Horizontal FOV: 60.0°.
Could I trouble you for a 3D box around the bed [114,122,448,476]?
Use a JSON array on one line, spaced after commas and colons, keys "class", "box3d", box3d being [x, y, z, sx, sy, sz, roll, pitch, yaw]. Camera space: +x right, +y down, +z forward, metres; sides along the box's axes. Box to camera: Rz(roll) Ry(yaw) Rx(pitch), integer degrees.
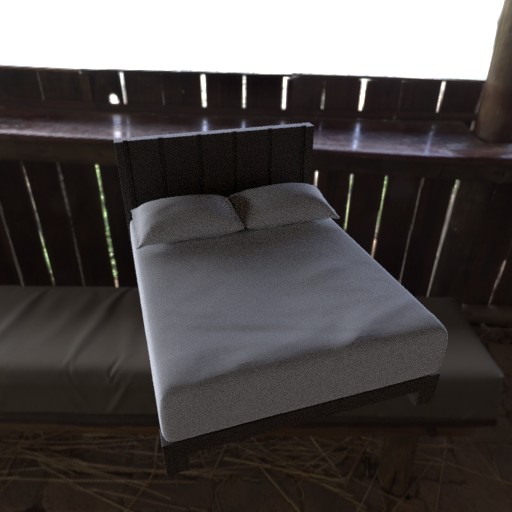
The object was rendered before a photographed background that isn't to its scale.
[{"class": "bed", "box3d": [0.000, 0.000, 3.242, 1.727, 1.270, 2.242, -9, 32, -15]}]
